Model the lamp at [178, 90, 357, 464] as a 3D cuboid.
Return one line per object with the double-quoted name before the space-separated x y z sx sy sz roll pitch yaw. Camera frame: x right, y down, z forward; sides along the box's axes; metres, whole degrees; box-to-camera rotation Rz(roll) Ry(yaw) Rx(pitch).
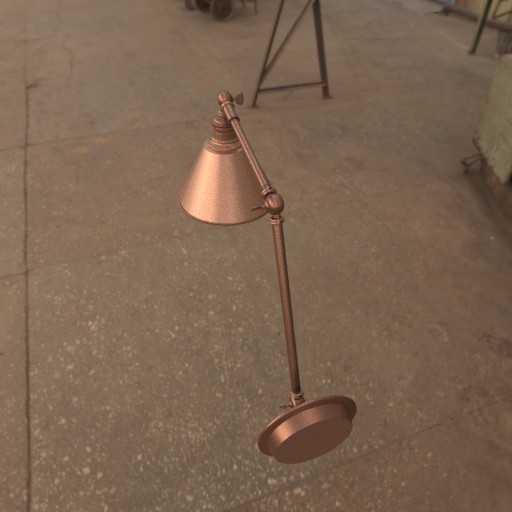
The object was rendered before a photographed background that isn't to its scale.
"lamp" 0.000 0.000 0.869 0.223 0.502 0.624 -13 43 -14
